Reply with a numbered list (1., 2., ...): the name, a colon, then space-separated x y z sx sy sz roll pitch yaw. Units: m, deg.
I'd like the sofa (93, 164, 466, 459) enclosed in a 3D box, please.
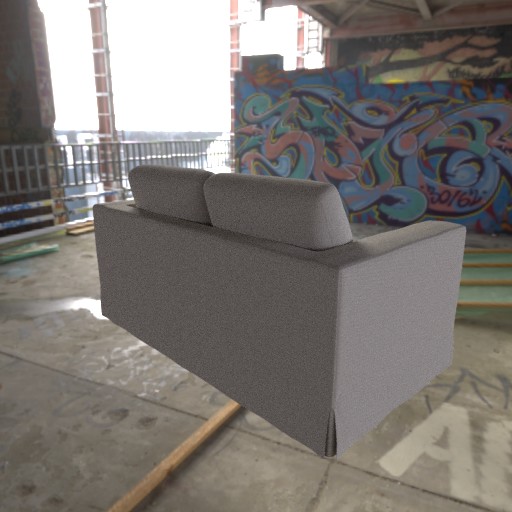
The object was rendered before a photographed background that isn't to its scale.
1. sofa: 0.000 0.000 2.377 1.009 0.932 1.813 -15 21 -42
